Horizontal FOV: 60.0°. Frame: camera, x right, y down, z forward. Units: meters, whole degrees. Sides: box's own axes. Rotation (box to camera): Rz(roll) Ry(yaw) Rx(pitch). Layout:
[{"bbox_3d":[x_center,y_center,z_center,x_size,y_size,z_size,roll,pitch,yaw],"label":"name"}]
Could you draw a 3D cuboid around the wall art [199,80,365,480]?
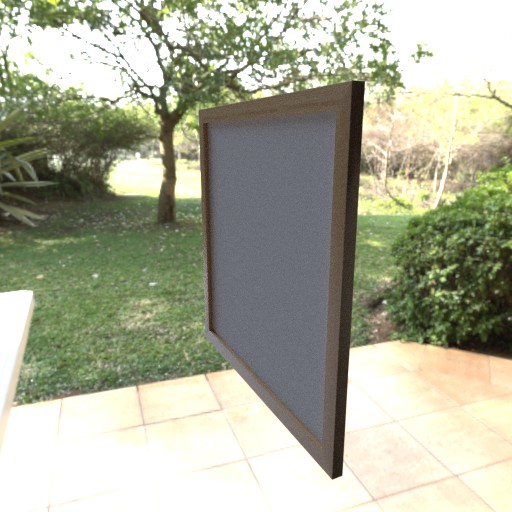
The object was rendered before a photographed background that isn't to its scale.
[{"bbox_3d":[0.000,0.000,1.144,0.027,0.762,0.762,-7,16,-25],"label":"wall art"}]
